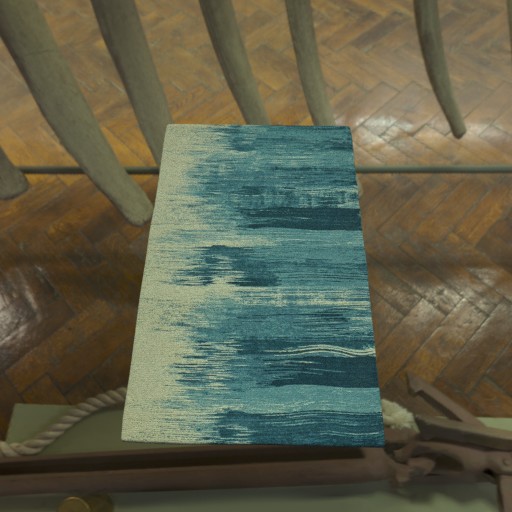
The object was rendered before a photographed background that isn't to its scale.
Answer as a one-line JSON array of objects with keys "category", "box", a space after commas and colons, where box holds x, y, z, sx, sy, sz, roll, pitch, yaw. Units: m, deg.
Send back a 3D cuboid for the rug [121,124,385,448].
[{"category": "rug", "box": [0.000, 0.000, 3.101, 1.540, 0.027, 2.450, 1, 62, 0]}]
